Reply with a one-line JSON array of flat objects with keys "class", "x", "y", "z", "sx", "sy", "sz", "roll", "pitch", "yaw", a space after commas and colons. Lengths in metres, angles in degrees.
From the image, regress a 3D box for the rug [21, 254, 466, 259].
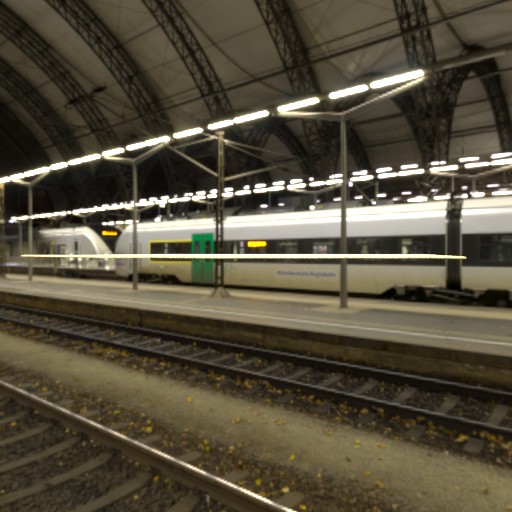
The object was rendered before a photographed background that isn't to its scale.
[{"class": "rug", "x": 0.000, "y": 0.000, "z": 2.327, "sx": 1.850, "sy": 0.015, "sz": 1.250, "roll": 0, "pitch": 0, "yaw": 18}]
